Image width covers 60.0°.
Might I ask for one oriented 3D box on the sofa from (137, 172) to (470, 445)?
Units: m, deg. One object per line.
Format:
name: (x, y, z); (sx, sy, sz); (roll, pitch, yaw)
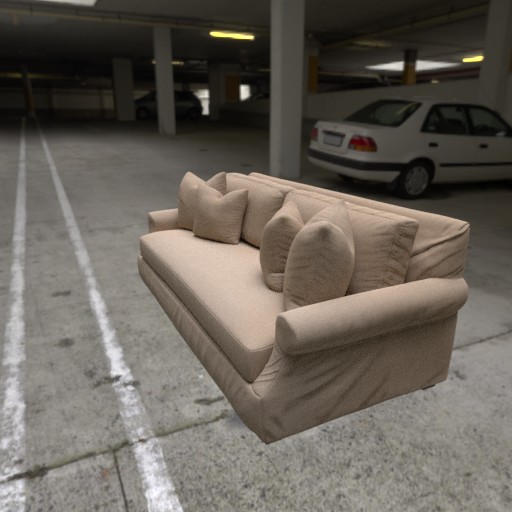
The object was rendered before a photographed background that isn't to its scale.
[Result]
sofa: (0.000, 0.000, 2.742); (1.067, 0.904, 2.285); (-8, 19, -25)
